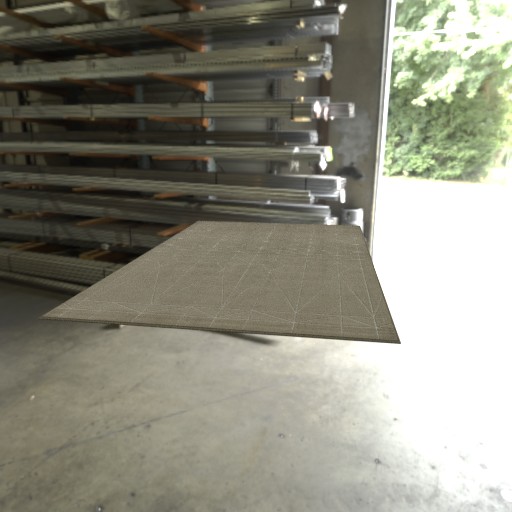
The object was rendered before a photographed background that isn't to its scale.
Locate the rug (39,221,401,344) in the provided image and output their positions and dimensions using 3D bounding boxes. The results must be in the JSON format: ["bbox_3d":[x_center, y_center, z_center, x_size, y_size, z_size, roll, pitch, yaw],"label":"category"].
[{"bbox_3d":[0.000,0.000,2.981,1.524,0.012,2.438,2,15,9],"label":"rug"}]
